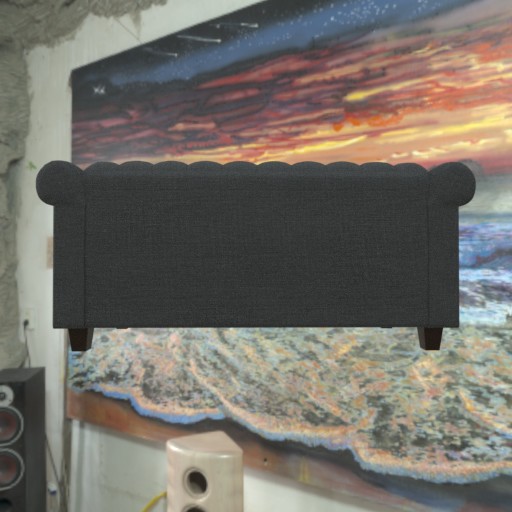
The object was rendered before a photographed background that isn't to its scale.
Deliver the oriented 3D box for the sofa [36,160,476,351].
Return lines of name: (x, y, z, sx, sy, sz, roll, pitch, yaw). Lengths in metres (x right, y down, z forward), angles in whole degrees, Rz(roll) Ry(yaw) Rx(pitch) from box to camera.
sofa: (0.000, 0.000, 2.179, 1.798, 0.797, 0.783, 0, -1, -1)
